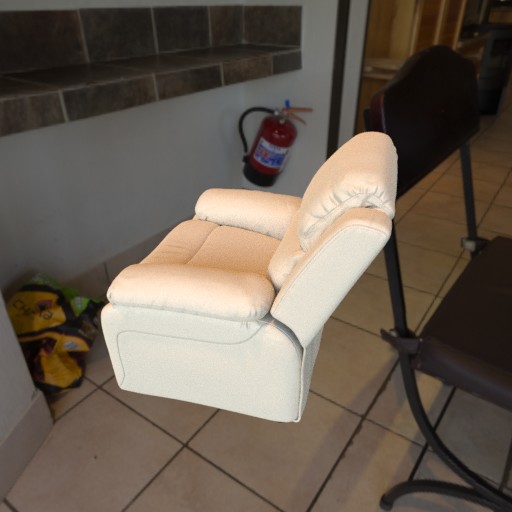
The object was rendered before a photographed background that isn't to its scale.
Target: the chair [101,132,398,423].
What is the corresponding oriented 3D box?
[{"bbox_3d":[0.000,0.000,1.290,0.709,0.702,0.680,8,31,14],"label":"chair"}]
